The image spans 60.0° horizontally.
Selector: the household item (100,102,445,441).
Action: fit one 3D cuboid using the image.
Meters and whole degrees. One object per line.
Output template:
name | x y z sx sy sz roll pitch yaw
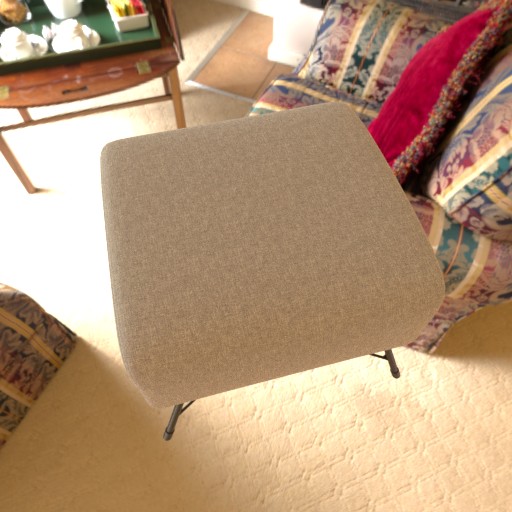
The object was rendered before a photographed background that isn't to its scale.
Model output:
household item | 0.000 0.000 0.911 0.530 0.410 0.530 -12 59 -8
